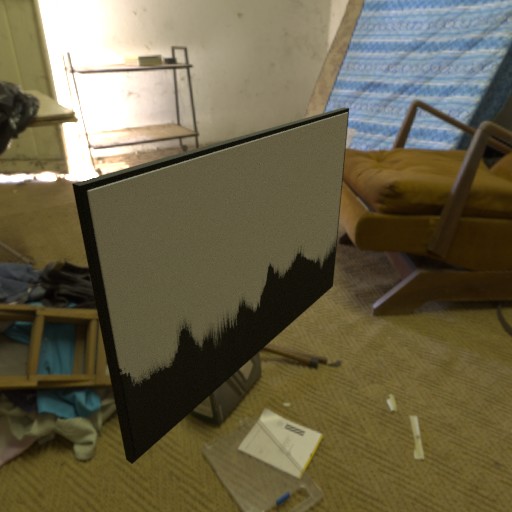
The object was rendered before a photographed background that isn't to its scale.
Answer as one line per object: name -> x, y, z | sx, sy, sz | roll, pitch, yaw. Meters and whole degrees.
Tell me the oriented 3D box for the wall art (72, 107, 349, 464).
wall art -> 0.000, 0.000, 1.480 | 0.028, 0.805, 1.190 | 19, 32, 32
